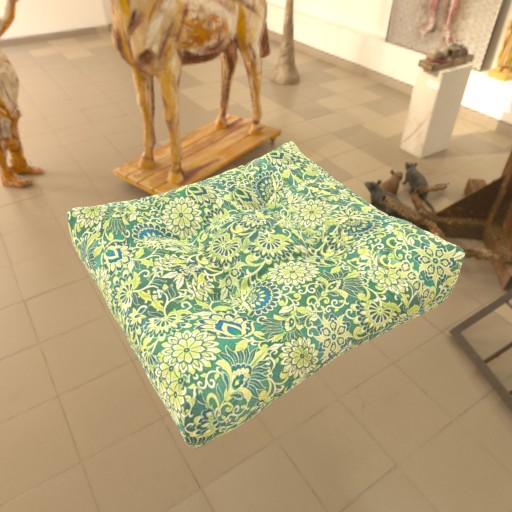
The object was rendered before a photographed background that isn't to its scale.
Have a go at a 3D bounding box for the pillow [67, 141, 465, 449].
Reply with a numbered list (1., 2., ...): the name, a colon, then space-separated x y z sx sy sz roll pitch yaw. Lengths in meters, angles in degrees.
1. pillow: 0.000 0.000 0.739 0.490 0.128 0.468 -23 46 -25
